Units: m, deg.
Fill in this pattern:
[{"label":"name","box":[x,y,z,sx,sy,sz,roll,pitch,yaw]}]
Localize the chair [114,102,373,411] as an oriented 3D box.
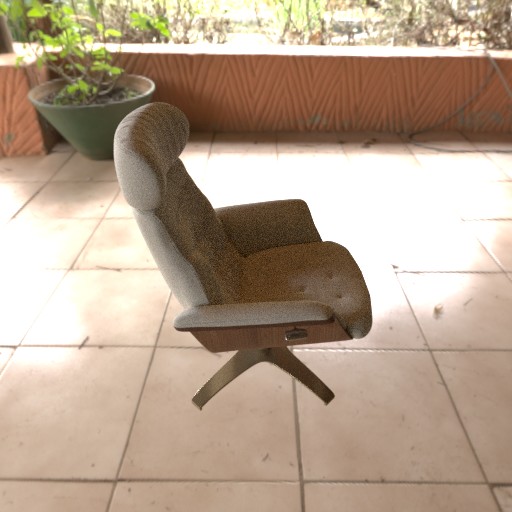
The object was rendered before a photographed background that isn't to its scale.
[{"label":"chair","box":[0.000,0.000,1.588,0.837,0.995,0.785,0,32,0]}]
